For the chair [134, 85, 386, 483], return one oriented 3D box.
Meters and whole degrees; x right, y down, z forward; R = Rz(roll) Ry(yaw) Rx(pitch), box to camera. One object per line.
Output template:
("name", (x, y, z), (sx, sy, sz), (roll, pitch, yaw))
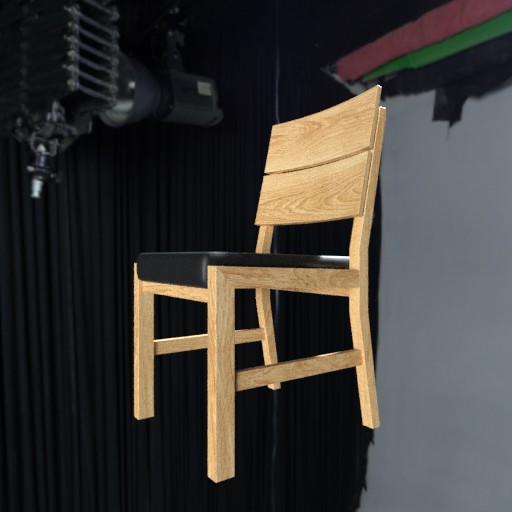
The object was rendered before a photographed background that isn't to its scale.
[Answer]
("chair", (0.000, 0.000, 1.280), (0.569, 0.950, 0.475), (0, 0, -36))
